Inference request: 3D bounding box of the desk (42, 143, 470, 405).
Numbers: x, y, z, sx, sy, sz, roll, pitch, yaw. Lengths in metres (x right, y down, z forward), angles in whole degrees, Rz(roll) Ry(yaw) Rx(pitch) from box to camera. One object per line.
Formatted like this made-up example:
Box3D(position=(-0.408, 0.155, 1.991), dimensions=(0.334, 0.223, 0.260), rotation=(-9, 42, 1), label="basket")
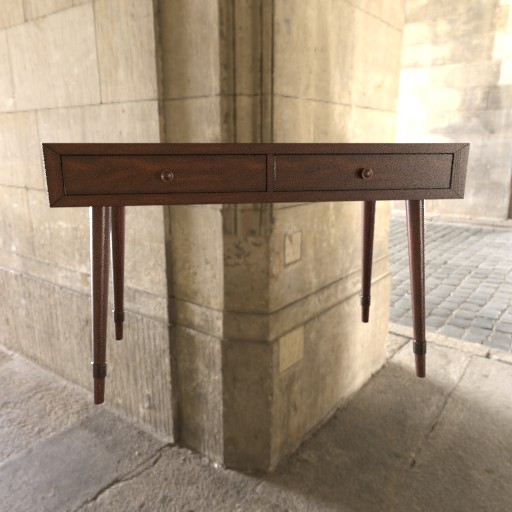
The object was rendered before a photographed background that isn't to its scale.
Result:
Box3D(position=(0.000, 0.000, 2.087), dimensions=(1.577, 1.031, 0.734), rotation=(-2, 14, -9), label="desk")
